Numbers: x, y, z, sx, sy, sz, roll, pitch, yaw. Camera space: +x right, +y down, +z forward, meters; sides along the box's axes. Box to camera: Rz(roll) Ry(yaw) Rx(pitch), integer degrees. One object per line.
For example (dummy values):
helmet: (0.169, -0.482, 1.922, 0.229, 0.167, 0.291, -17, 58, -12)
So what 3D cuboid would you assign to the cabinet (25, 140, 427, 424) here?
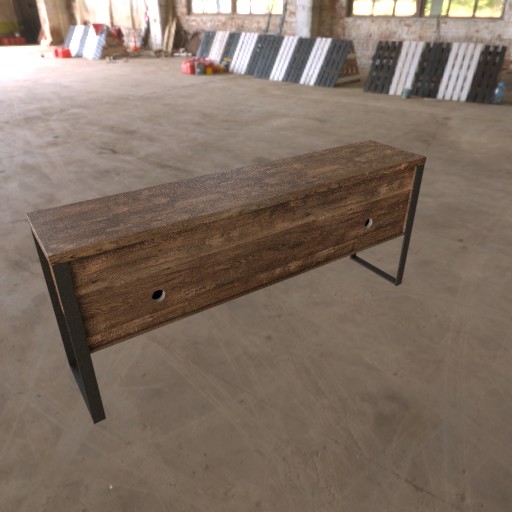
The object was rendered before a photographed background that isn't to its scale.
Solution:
cabinet: (0.000, 0.000, 2.126, 1.800, 0.762, 0.395, -18, 35, -29)
